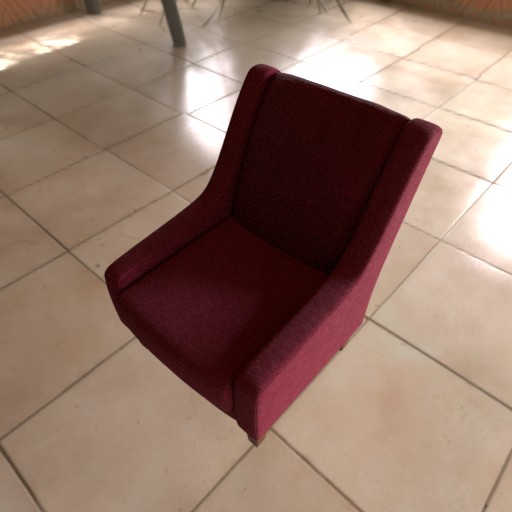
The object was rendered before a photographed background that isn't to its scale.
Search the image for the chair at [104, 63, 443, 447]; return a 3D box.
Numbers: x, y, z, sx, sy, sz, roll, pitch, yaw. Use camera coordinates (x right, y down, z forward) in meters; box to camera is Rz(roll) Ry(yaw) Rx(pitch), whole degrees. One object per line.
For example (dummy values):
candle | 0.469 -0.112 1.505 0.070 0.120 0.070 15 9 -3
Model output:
chair | 0.000 0.000 1.707 0.793 1.017 0.985 32 53 28
